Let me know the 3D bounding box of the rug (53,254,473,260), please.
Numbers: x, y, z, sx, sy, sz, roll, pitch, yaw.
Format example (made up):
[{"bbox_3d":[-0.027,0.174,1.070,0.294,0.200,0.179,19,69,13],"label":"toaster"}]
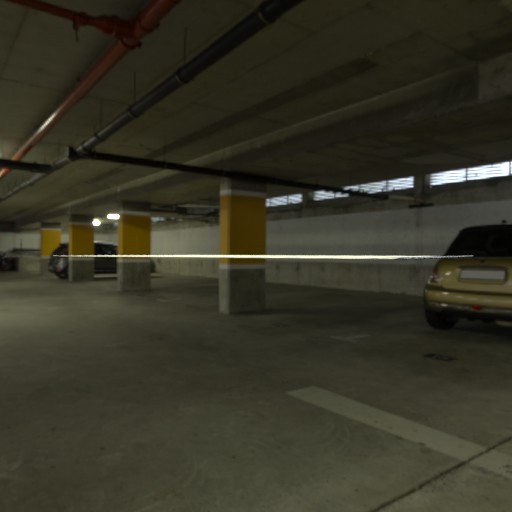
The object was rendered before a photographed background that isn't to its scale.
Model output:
[{"bbox_3d":[0.000,0.000,2.540,2.108,0.009,1.248,0,1,35],"label":"rug"}]
